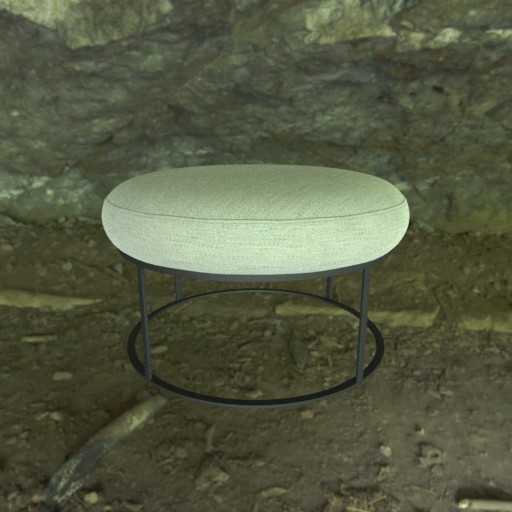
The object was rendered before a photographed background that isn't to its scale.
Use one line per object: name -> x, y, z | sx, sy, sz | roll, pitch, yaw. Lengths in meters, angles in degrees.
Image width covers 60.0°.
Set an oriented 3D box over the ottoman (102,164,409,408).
ottoman -> 0.000, 0.000, 1.201 | 0.769, 0.459, 0.769 | 0, 16, 0
